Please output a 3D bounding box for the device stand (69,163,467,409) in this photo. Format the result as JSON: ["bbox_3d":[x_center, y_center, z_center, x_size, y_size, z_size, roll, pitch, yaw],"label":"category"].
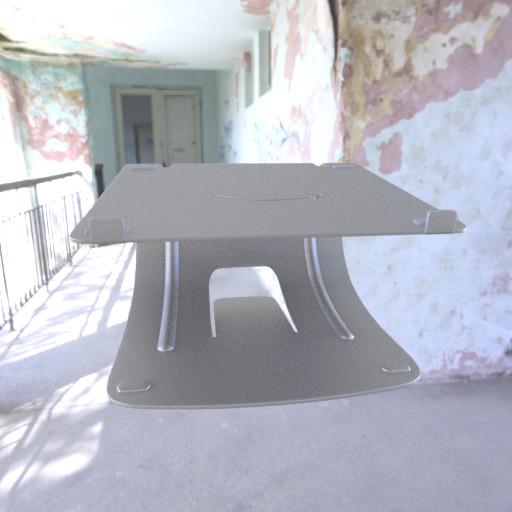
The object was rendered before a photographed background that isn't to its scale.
[{"bbox_3d":[0.000,0.000,0.394,0.256,0.155,0.236,-2,14,-8],"label":"device stand"}]
